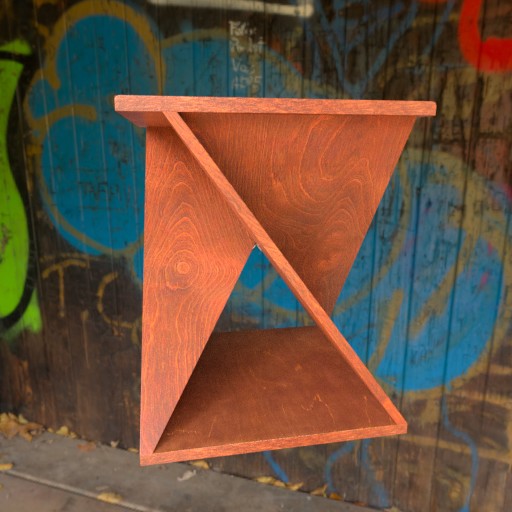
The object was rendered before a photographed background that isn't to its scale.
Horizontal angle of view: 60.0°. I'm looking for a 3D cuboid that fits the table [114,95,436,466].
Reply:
[{"bbox_3d":[0.000,0.000,0.837,0.427,0.520,0.427,-3,14,-10],"label":"table"}]
